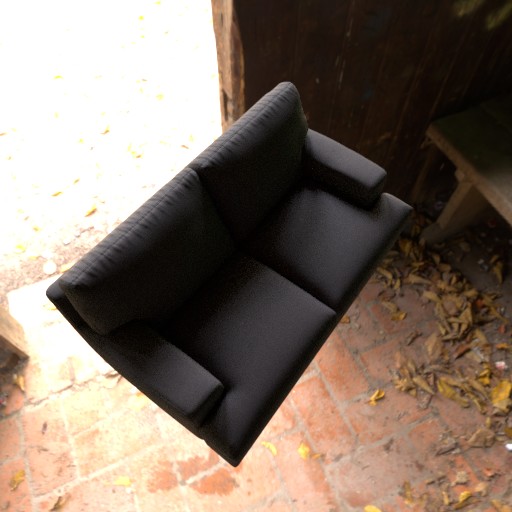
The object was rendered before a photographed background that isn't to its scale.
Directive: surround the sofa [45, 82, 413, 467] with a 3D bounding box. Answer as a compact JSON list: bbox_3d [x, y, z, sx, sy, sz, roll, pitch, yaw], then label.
[{"bbox_3d":[0.000,0.000,2.514,1.143,0.940,1.880,33,63,19],"label":"sofa"}]
